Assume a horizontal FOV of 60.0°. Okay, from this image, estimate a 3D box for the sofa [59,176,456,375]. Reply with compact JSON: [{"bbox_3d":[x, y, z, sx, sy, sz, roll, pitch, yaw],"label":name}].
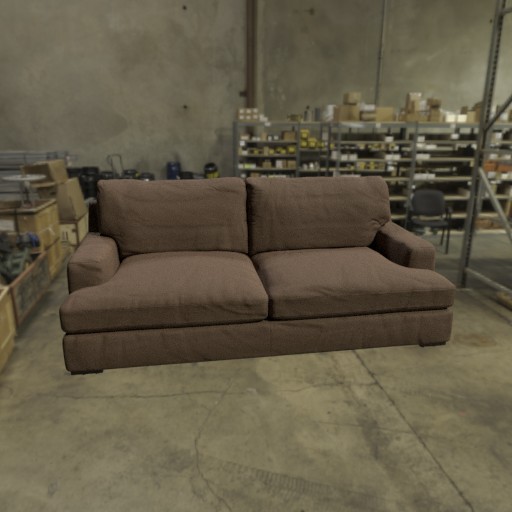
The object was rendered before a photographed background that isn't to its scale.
[{"bbox_3d":[0.000,0.000,2.919,2.274,0.950,1.140,-3,17,-9],"label":"sofa"}]
